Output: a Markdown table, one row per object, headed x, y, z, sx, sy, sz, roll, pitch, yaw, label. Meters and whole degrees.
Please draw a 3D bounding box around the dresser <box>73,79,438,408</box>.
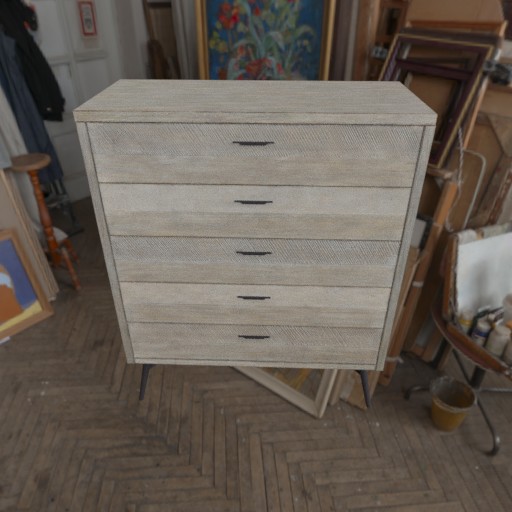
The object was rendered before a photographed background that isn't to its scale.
| x | y | z | sx | sy | sz | roll | pitch | yaw | label |
| --- | --- | --- | --- | --- | --- | --- | --- | --- | --- |
| 0.000 | 0.000 | 1.740 | 1.016 | 1.219 | 0.457 | 1 | 32 | 2 | dresser |
